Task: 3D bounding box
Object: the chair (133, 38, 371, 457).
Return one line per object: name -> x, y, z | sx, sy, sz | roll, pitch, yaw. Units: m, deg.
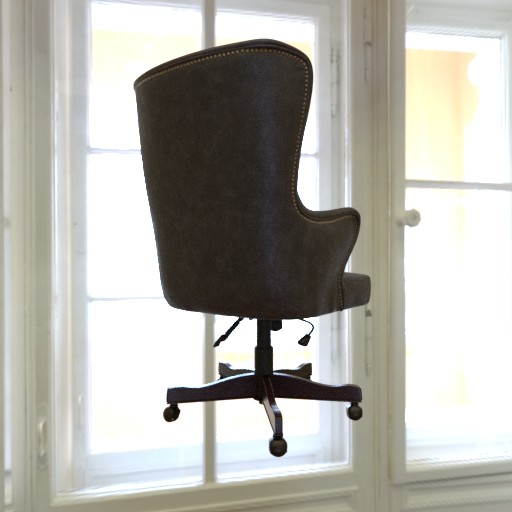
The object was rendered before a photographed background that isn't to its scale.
chair -> 0.000, 0.000, 1.415 | 0.594, 1.037, 0.717 | 1, 1, 36
